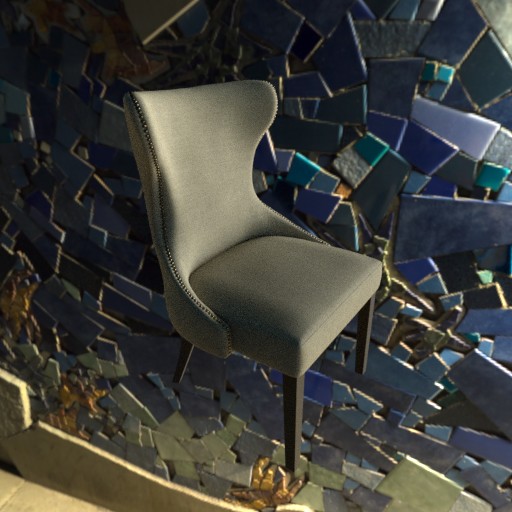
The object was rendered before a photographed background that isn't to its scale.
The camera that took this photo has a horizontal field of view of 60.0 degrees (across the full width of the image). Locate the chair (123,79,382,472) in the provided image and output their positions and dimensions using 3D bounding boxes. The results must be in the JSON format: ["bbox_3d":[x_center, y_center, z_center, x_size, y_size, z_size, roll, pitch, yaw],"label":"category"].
[{"bbox_3d":[0.000,0.000,1.362,0.635,0.967,0.628,17,31,31],"label":"chair"}]
